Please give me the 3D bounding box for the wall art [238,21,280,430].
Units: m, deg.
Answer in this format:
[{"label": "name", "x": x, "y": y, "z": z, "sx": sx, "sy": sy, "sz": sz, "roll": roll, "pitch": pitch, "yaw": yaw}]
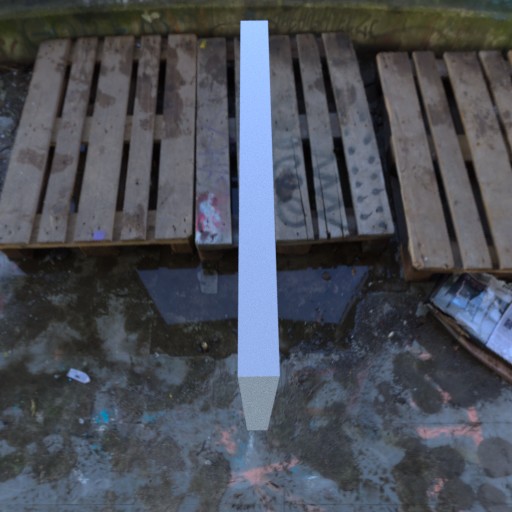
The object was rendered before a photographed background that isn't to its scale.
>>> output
[{"label": "wall art", "x": 0.000, "y": 0.000, "z": 0.527, "sx": 0.027, "sy": 0.355, "sz": 0.355, "roll": -1, "pitch": 63, "yaw": 0}]
